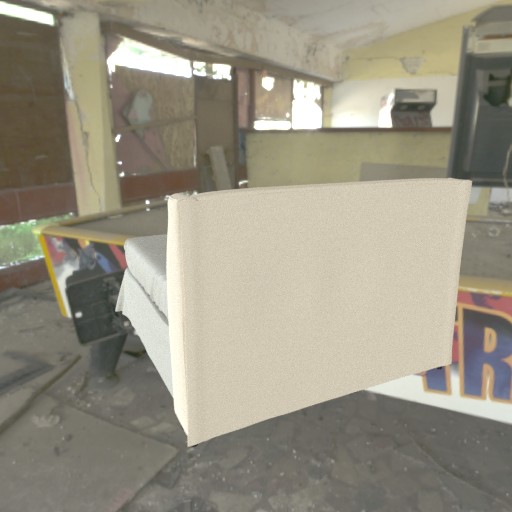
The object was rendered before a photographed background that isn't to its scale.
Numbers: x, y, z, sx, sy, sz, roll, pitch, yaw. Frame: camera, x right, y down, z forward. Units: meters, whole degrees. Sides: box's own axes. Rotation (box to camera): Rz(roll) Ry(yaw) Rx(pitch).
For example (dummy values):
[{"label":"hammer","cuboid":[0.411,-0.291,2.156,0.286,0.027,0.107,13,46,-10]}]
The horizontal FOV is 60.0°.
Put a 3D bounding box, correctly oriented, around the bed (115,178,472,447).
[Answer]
[{"label":"bed","cuboid":[0.000,0.000,3.482,1.925,1.332,2.276,-7,17,-25]}]
